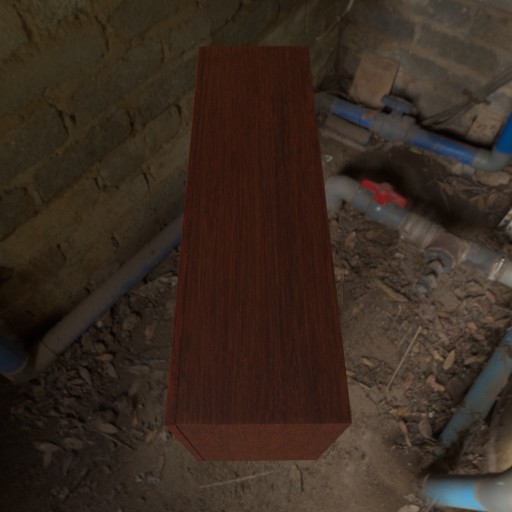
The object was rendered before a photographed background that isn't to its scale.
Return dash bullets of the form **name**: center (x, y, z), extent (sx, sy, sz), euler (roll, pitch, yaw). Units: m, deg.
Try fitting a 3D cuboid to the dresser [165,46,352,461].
- **dresser**: center (0.000, 0.000, 1.985), extent (0.499, 0.971, 1.609), euler (-1, 59, 0)
